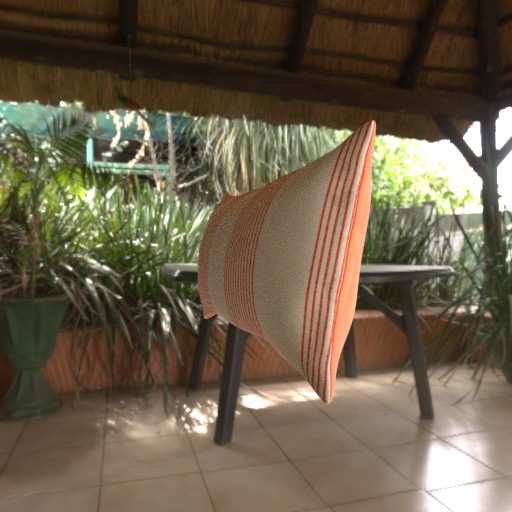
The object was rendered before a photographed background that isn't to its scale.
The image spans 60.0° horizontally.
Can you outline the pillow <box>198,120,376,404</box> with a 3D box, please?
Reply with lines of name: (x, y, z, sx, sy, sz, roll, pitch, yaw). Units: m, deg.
pillow: (0.000, 0.000, 0.731, 0.156, 0.292, 0.608, 0, 1, -18)
